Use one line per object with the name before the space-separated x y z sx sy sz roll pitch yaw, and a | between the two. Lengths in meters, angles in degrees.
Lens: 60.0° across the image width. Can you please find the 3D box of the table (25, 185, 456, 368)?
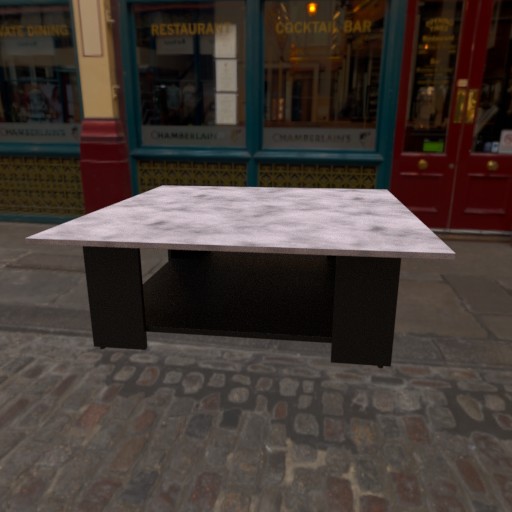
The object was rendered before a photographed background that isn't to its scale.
table | 0.000 0.000 1.370 0.890 0.305 0.890 2 16 7
